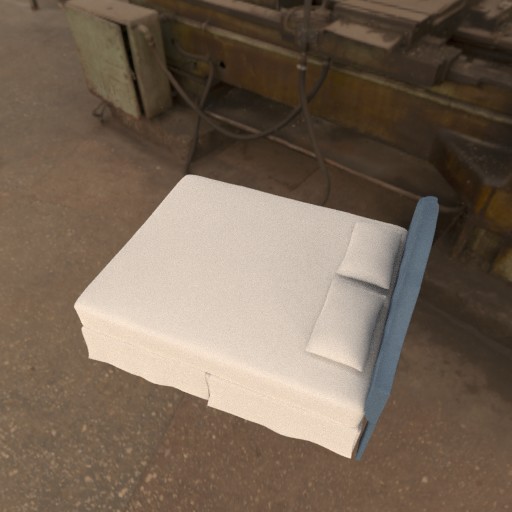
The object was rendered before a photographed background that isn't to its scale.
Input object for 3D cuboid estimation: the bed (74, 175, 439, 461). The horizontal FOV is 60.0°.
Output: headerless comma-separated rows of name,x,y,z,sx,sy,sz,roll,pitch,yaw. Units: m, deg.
bed,0.000,0.000,3.708,2.477,1.617,2.039,16,48,15
